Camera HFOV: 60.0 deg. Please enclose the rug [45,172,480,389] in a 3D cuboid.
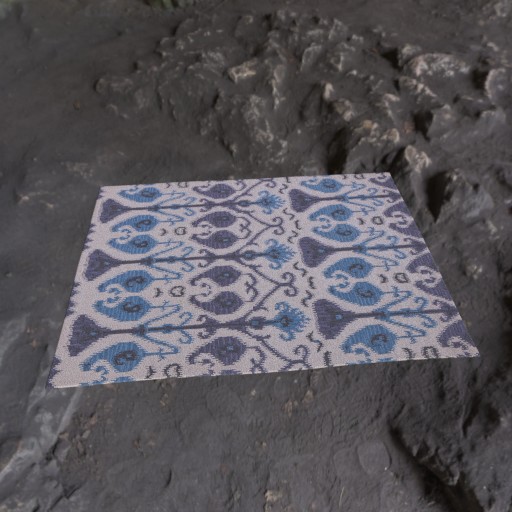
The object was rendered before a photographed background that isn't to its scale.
[{"bbox_3d":[0.000,0.000,2.864,2.261,0.013,1.676,-3,46,-3],"label":"rug"}]
